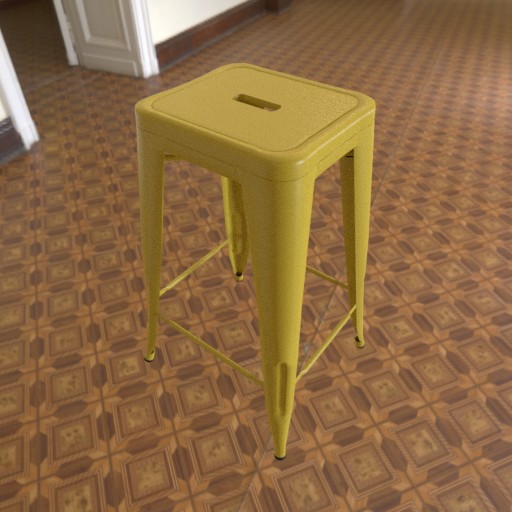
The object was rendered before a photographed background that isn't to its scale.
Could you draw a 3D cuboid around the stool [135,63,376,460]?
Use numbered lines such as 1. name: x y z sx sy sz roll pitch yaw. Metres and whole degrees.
1. stool: 0.000 0.000 0.853 0.399 0.609 0.359 27 48 27
